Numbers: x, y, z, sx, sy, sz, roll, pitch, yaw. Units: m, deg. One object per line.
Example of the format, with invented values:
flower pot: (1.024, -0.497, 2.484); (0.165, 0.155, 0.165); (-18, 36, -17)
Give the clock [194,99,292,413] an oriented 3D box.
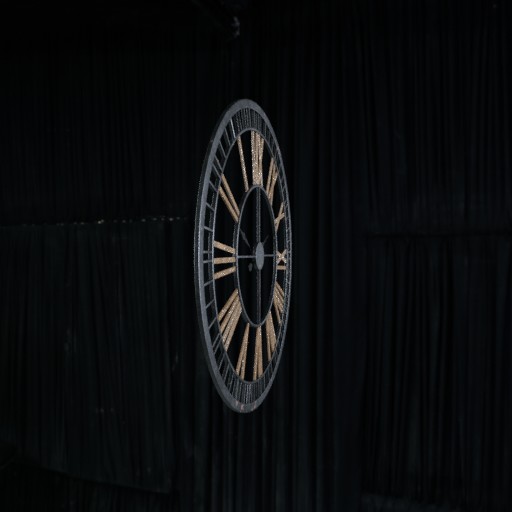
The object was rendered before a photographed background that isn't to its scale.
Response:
clock: (0.000, 0.000, 1.258); (0.025, 0.843, 0.843); (0, 0, 17)
